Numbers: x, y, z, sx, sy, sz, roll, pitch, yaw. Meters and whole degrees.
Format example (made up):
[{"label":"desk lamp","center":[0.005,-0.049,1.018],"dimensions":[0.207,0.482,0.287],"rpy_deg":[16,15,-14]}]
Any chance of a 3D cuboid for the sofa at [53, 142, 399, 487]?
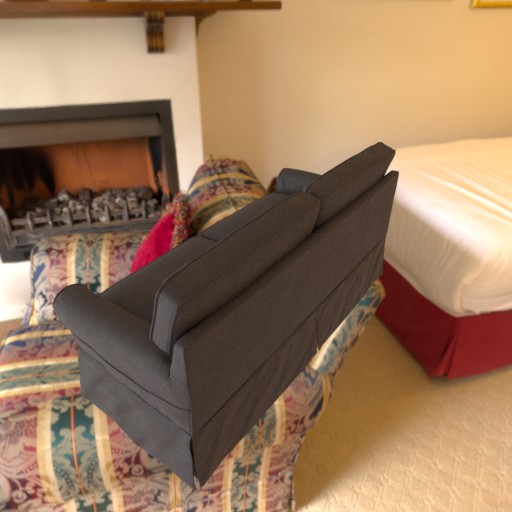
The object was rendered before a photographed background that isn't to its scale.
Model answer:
[{"label":"sofa","center":[0.000,0.000,2.776],"dimensions":[0.983,1.094,2.256],"rpy_deg":[21,37,30]}]
